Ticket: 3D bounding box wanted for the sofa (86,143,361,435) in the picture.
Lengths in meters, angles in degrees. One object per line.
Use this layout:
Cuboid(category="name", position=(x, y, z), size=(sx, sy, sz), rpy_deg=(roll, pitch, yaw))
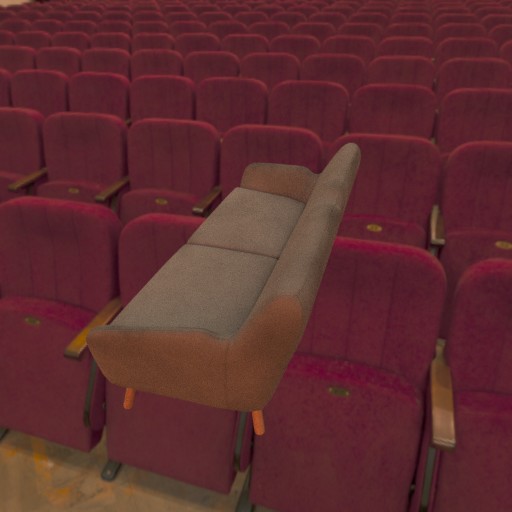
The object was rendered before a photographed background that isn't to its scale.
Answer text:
Cuboid(category="sofa", position=(0.000, 0.000, 2.334), size=(0.850, 0.810, 1.870), rpy_deg=(9, 32, 15))
